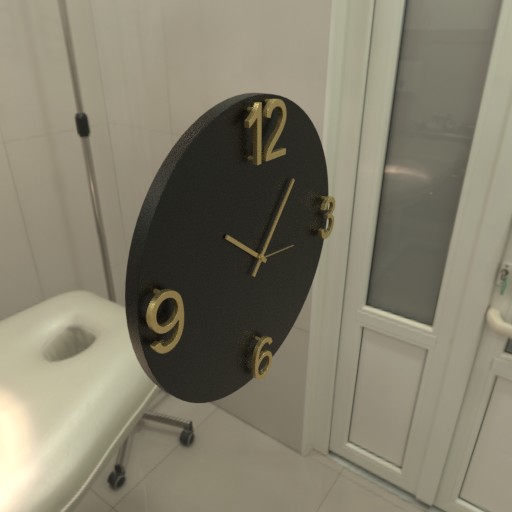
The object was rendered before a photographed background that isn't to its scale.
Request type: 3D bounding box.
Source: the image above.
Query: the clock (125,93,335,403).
[{"bbox_3d":[0.000,0.000,0.658,0.038,0.454,0.454,18,32,31],"label":"clock"}]
